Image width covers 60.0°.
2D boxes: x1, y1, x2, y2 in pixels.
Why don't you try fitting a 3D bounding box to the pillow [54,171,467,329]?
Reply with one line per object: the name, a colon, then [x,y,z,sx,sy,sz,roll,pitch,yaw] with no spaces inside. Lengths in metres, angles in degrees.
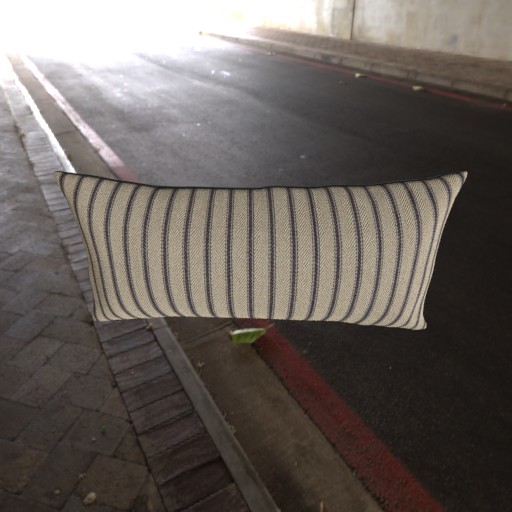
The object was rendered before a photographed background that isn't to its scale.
pillow: [0.000,0.000,0.728,0.609,0.305,0.151,2,31,3]
